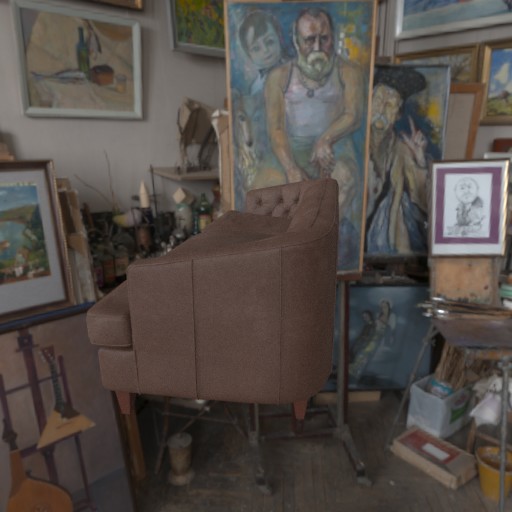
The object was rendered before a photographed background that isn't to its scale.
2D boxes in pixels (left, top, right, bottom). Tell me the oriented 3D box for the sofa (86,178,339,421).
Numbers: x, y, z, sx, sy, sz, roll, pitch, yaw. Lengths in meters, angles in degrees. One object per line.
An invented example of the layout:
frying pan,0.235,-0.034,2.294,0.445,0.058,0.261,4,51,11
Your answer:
sofa,0.000,0.000,2.589,0.927,0.787,2.227,3,15,10
